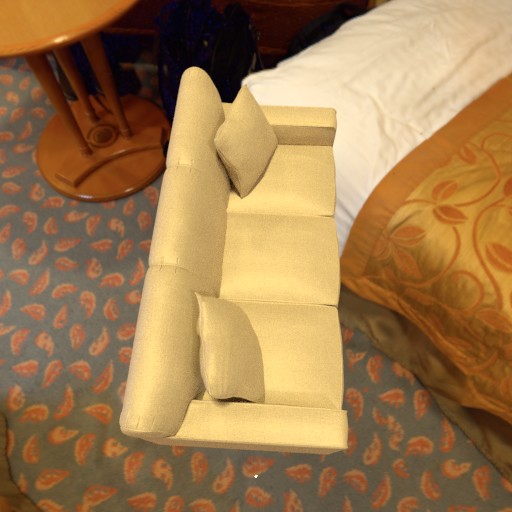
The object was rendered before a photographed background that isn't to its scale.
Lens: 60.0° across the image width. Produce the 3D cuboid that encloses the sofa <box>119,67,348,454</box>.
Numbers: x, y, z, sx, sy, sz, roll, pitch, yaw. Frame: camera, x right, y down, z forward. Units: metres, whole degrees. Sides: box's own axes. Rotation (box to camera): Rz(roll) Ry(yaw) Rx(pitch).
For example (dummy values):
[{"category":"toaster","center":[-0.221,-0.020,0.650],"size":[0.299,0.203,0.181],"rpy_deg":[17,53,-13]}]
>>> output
[{"category":"sofa","center":[0.000,0.000,2.543],"size":[0.997,0.958,2.024],"rpy_deg":[3,64,1]}]
